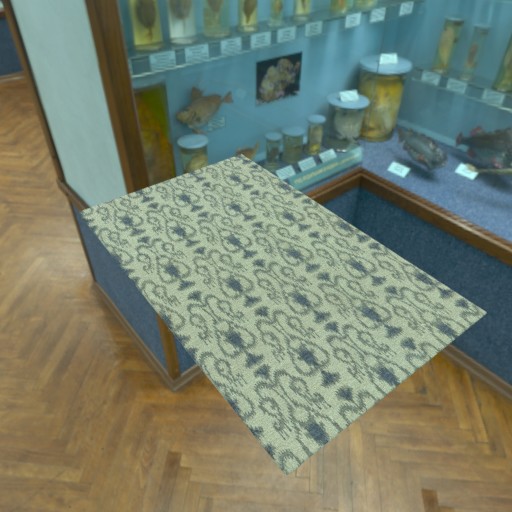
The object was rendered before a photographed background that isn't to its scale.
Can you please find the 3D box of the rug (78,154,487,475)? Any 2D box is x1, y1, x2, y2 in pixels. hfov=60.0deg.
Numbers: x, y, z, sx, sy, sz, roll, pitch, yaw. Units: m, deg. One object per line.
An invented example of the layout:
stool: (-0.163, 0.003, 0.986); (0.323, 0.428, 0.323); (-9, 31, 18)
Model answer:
rug: (0.000, 0.000, 2.005); (1.035, 0.006, 1.652); (-26, 47, -27)
